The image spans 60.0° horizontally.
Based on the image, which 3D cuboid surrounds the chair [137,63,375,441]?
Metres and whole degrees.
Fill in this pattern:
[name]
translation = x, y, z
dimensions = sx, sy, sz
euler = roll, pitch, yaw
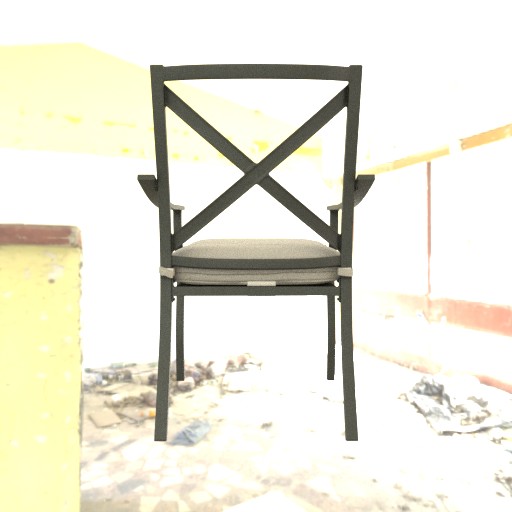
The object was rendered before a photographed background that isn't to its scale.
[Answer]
[chair]
translation = 0.000, 0.000, 1.292
dimensions = 0.575, 0.889, 0.620
euler = 0, 0, 0
